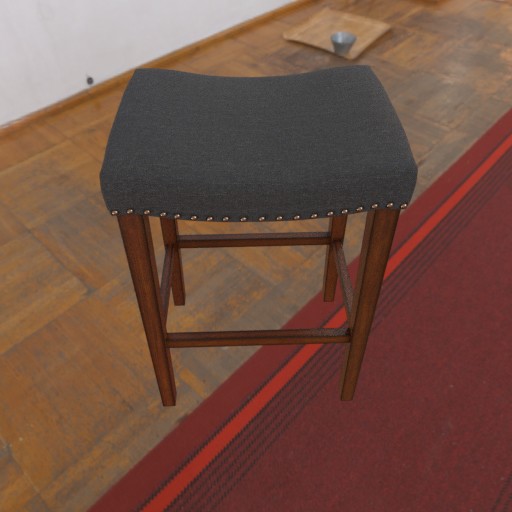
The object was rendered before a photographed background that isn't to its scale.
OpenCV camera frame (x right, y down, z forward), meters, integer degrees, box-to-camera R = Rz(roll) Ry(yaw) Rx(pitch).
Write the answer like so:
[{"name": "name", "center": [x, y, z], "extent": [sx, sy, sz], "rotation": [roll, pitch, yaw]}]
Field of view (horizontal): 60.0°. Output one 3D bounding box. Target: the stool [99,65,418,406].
[{"name": "stool", "center": [0.000, 0.000, 1.021], "extent": [0.502, 0.760, 0.366], "rotation": [-1, 47, -1]}]
